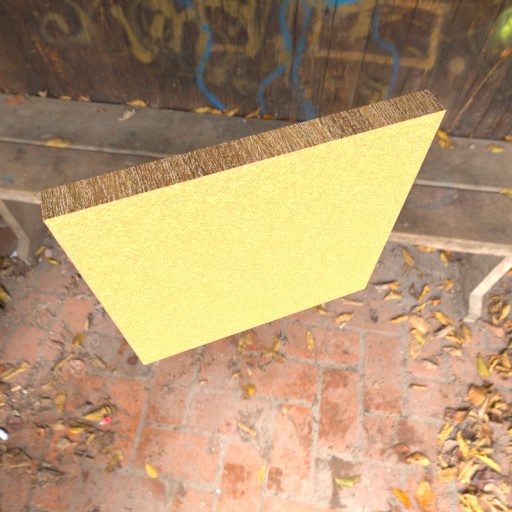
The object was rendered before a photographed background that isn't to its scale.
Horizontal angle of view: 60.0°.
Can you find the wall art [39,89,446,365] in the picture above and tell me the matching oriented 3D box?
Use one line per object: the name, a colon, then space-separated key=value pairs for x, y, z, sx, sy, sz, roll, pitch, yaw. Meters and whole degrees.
wall art: x=0.000 y=0.000 z=0.600 sx=0.406 sy=0.403 sz=0.039 roll=-18 pitch=61 yaw=-10
